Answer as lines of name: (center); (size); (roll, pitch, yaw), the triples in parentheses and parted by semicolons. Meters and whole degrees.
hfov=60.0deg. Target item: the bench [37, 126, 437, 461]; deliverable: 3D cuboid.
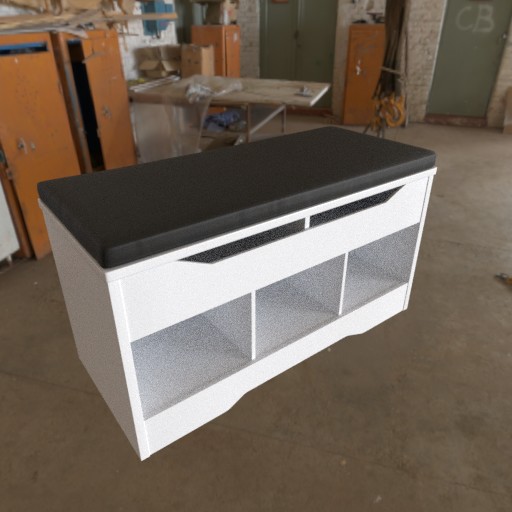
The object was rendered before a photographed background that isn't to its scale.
bench: (0.000, 0.000, 1.166); (0.899, 0.500, 0.401); (-20, 35, -32)
